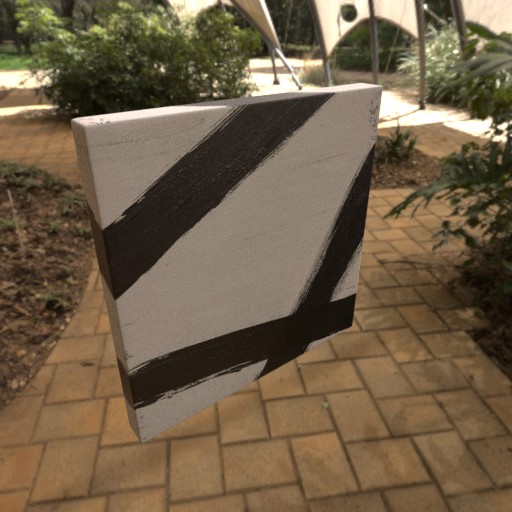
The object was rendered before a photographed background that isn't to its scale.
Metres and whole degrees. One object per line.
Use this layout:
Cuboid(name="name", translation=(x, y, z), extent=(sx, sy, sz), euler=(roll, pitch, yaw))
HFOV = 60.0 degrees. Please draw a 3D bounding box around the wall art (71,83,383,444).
Cuboid(name="wall art", translation=(0.000, 0.000, 0.749), extent=(0.507, 0.508, 0.050), euler=(-20, 34, -33))
